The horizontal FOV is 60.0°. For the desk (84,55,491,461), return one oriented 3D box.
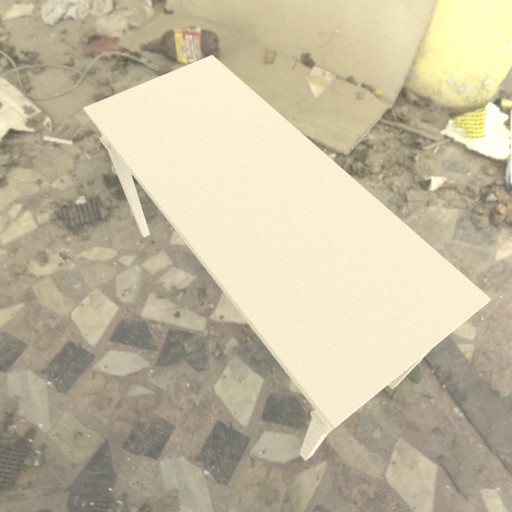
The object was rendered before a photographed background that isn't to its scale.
[{"bbox_3d":[0.000,0.000,1.722,0.559,0.774,1.372,-31,62,-19],"label":"desk"}]
